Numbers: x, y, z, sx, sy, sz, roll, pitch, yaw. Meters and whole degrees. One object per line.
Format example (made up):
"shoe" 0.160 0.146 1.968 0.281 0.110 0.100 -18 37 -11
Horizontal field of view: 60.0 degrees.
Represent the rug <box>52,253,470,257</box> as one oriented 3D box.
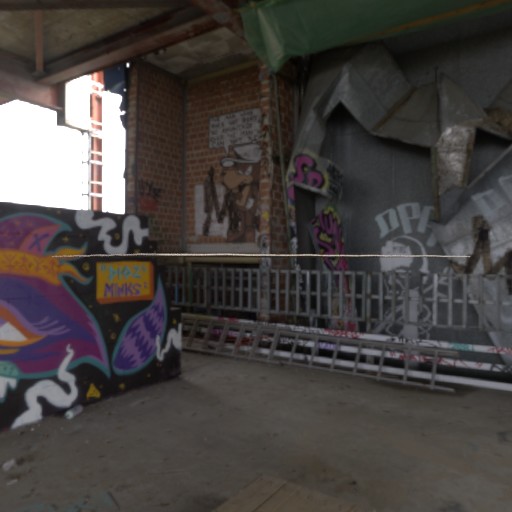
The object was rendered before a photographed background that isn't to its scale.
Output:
"rug" 0.000 0.000 4.122 3.061 0.022 2.468 0 0 -36
